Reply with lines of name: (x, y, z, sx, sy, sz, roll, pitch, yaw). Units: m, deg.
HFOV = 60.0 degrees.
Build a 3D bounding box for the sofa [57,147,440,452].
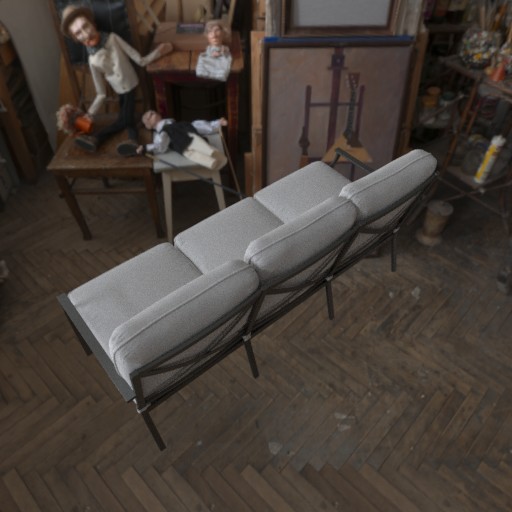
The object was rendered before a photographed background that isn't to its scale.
sofa: (0.000, 0.000, 2.197, 1.740, 0.860, 0.787, -32, 55, -26)
